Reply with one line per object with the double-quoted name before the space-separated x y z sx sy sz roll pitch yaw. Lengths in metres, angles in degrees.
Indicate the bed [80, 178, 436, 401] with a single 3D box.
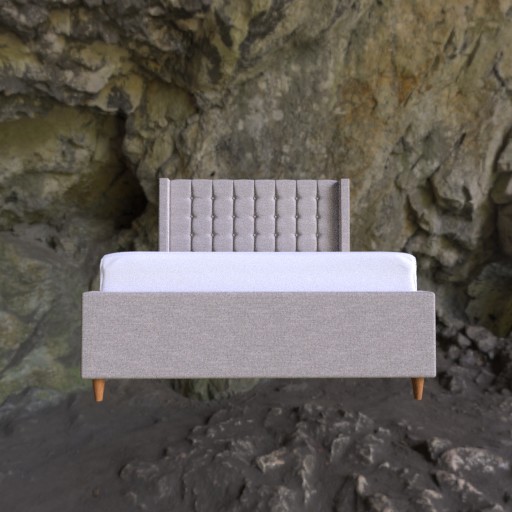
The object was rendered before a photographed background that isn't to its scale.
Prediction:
"bed" 0.000 0.000 3.738 2.044 1.748 2.372 0 -2 -1
